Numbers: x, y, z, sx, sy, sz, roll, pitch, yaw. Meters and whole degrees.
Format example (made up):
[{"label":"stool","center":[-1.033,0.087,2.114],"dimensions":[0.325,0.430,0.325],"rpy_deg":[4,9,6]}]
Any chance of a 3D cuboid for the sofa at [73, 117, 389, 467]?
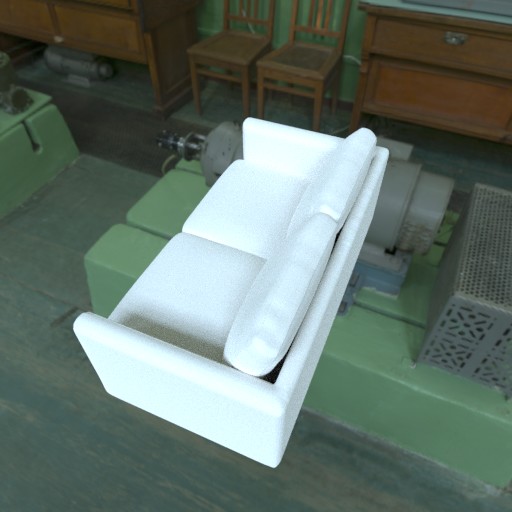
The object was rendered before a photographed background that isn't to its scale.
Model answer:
[{"label":"sofa","center":[0.000,0.000,2.318],"dimensions":[0.940,0.893,1.713],"rpy_deg":[18,50,16]}]
